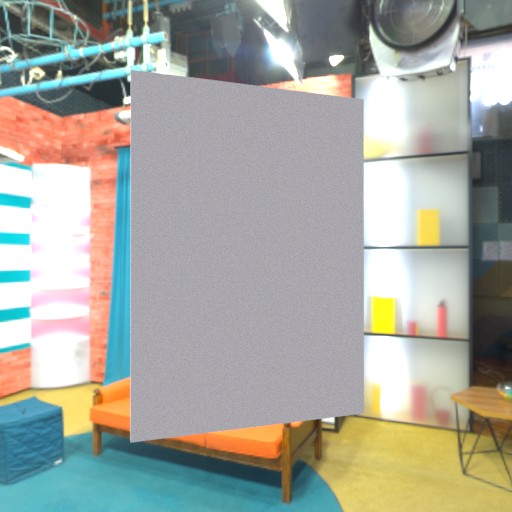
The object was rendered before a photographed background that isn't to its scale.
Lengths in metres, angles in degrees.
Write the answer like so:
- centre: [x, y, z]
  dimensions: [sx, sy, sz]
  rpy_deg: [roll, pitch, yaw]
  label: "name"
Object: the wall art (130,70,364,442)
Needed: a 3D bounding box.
- centre: [0.000, 0.000, 0.698]
  dimensions: [0.381, 0.533, 0.013]
  rpy_deg: [0, 0, -18]
  label: "wall art"
